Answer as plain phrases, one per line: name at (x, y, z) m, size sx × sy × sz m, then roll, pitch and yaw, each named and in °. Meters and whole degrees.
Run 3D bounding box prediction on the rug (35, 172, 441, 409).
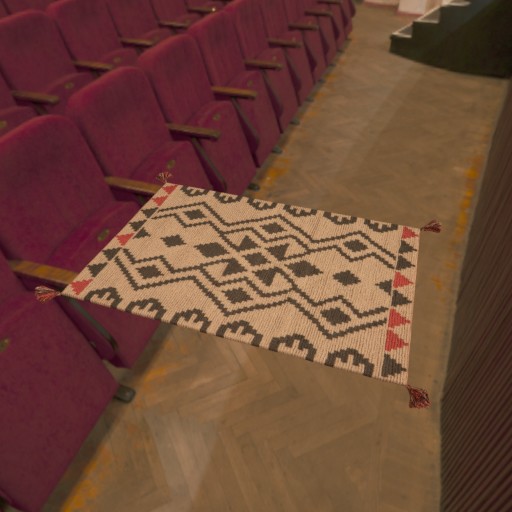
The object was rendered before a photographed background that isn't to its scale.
rug at (0.000, 0.000, 2.622) m, size 2.069 × 0.067 × 1.444 m, roll 12°, pitch 42°, yaw 14°
